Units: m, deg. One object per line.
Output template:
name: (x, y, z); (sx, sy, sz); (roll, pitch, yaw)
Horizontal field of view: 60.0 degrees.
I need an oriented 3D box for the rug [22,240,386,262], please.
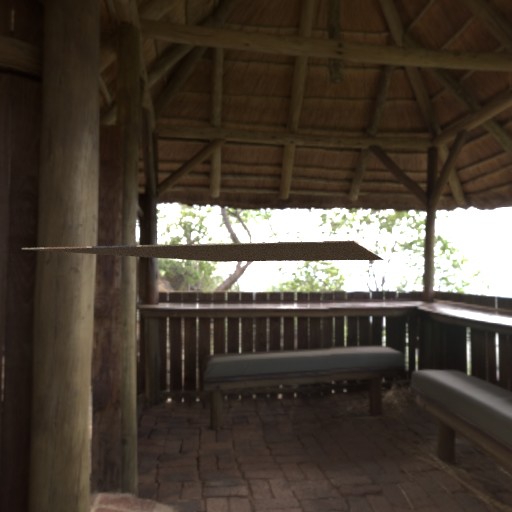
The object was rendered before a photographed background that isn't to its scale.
rug: (0.000, 0.000, 2.896); (1.521, 0.006, 2.284); (-1, -2, 19)
